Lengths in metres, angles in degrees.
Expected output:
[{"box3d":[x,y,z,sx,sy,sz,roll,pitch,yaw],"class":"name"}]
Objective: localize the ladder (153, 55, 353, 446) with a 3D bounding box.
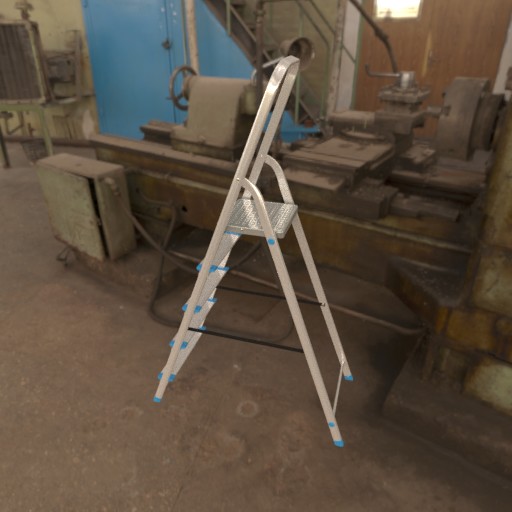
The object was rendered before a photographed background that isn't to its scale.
[{"box3d":[0.000,0.000,1.998,0.990,1.648,0.468,8,30,14],"class":"ladder"}]
